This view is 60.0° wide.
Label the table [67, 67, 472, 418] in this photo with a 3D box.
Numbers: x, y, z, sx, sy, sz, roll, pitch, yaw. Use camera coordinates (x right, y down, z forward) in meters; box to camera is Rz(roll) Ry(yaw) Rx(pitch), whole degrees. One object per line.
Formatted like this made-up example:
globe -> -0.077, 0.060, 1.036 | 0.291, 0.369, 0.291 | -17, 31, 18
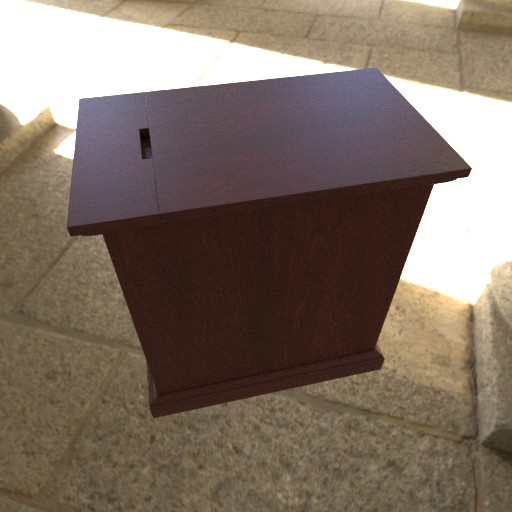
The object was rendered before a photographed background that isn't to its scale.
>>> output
table -> 0.000, 0.000, 0.960 | 0.584, 0.612, 0.356 | -9, 47, -9
